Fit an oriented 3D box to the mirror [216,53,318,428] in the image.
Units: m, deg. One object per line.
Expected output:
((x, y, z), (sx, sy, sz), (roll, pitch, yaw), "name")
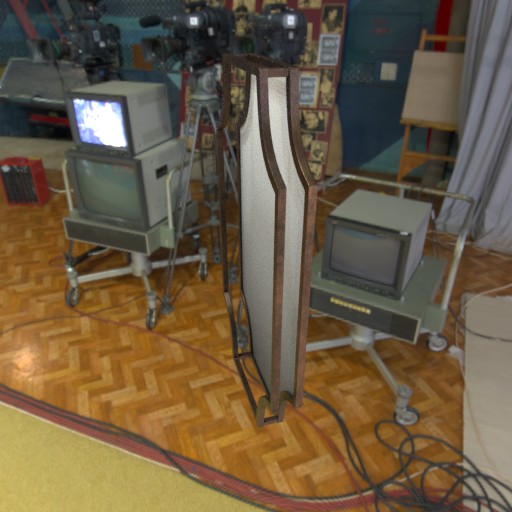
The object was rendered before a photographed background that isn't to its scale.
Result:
((0.000, 0.000, 0.996), (0.066, 0.811, 0.462), (-8, 30, -14), "mirror")
